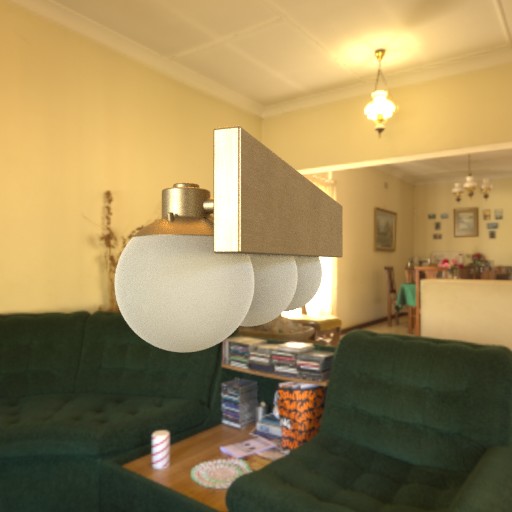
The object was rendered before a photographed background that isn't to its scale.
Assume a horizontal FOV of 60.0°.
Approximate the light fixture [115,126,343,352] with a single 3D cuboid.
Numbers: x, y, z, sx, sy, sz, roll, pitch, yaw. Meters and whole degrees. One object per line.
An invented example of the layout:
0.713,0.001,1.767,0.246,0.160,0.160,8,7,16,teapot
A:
0.000,0.000,0.831,0.218,0.263,0.721,0,-1,19,light fixture
